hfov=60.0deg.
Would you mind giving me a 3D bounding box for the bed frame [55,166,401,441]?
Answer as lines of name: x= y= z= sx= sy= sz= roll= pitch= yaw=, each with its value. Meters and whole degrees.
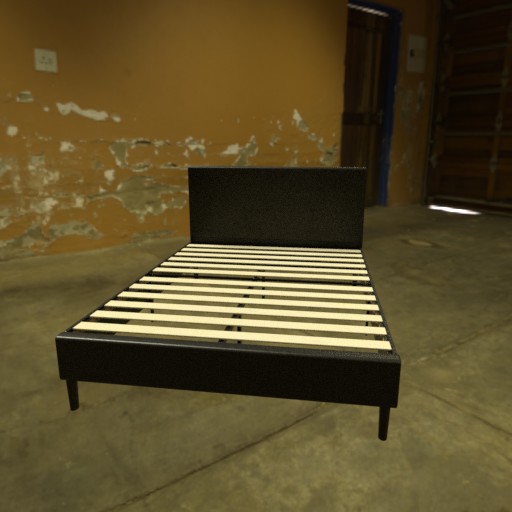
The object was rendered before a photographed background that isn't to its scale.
bed frame: x=0.000 y=0.000 z=3.109 sx=1.634 sy=1.127 sz=2.318 roll=2 pitch=14 yaw=9
